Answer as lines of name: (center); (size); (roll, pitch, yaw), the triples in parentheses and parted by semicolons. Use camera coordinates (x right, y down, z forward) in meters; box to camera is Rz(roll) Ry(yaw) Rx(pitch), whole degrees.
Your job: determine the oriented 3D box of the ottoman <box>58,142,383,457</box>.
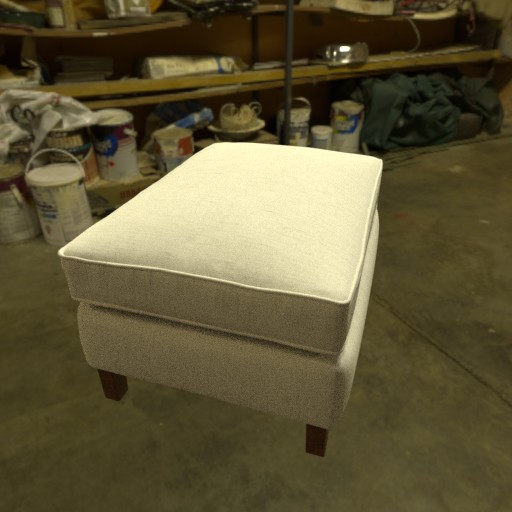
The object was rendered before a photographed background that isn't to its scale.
ottoman: (0.000, 0.000, 0.970); (0.501, 0.406, 0.665); (9, 31, 15)
